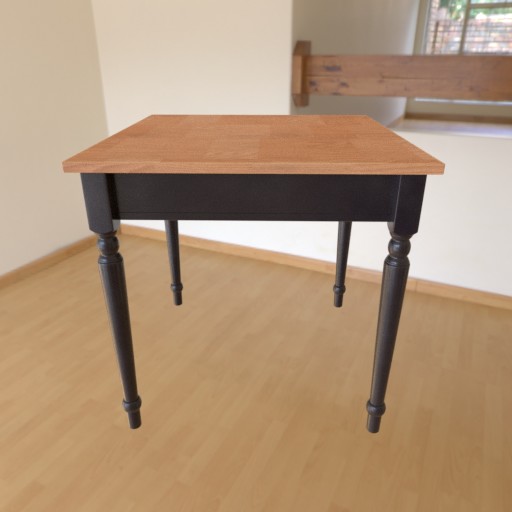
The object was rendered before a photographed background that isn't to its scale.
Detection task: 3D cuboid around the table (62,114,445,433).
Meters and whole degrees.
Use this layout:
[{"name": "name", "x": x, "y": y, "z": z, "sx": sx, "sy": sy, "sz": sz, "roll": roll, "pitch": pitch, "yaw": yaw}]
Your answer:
[{"name": "table", "x": 0.000, "y": 0.000, "z": 1.353, "sx": 0.747, "sy": 0.738, "sz": 0.747, "roll": 1, "pitch": 25, "yaw": 1}]
